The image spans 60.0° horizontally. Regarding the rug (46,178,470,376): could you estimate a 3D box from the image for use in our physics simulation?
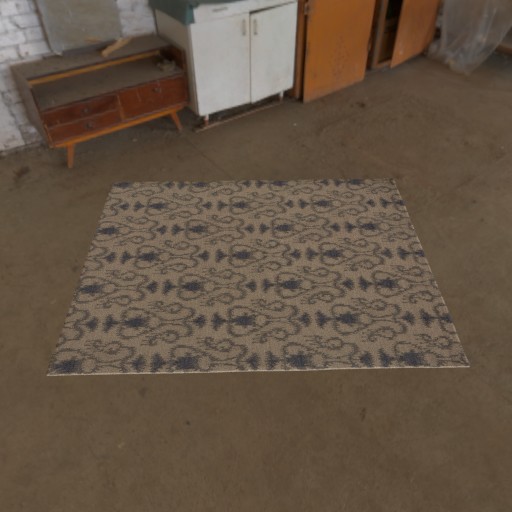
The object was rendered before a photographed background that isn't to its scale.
[{"bbox_3d":[0.000,0.000,4.187,3.205,0.015,2.437,-1,45,-1],"label":"rug"}]
